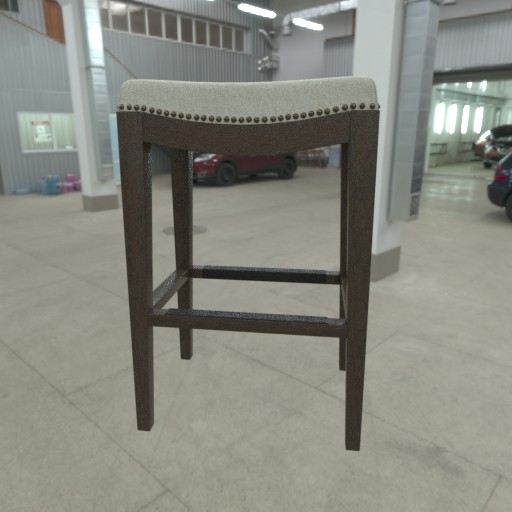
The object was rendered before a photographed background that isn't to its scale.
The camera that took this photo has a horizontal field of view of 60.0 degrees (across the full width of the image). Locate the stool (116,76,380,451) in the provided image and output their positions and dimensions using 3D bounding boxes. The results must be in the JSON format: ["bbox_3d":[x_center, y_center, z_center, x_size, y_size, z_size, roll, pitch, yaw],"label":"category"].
[{"bbox_3d":[0.000,0.000,1.047,0.498,0.759,0.358,2,16,8],"label":"stool"}]
